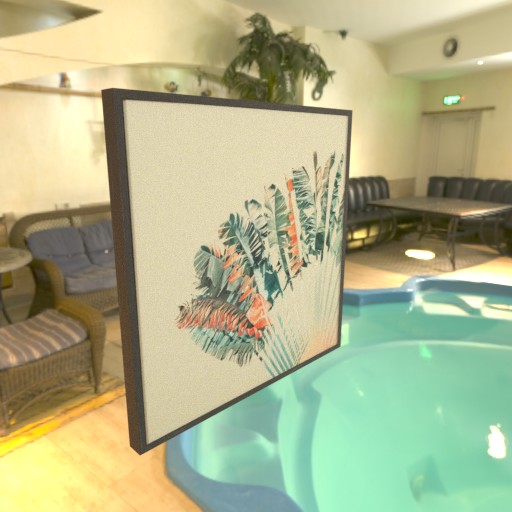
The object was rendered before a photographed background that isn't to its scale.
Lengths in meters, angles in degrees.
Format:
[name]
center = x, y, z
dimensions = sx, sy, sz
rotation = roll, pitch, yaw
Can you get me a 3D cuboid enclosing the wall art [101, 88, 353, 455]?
[wall art]
center = 0.000, 0.000, 1.154
dimensions = 0.762, 0.758, 0.043
rotation = -14, 20, -43
